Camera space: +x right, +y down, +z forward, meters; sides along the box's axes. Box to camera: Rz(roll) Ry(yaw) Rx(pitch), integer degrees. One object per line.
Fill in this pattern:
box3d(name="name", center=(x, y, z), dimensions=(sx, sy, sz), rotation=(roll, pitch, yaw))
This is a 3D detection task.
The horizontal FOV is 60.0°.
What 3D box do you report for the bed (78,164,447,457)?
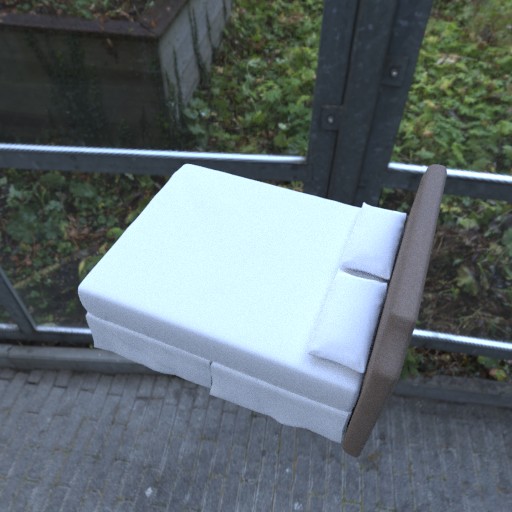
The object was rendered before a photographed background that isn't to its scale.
box3d(name="bed", center=(0.000, 0.000, 3.148), dimensions=(2.116, 1.290, 1.693), rotation=(17, 50, 15))
